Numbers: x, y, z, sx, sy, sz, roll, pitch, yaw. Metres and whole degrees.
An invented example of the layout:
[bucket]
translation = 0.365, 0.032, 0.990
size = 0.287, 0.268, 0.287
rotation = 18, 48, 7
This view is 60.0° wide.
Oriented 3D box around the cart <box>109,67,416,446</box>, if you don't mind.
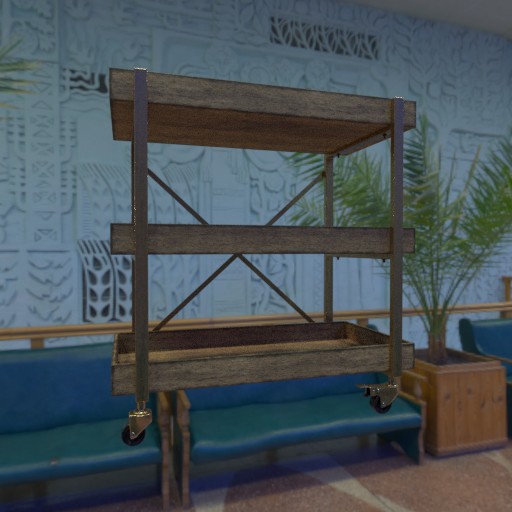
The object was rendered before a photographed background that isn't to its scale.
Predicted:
[cart]
translation = 0.000, 0.000, 1.216
size = 0.750, 0.799, 0.416
rotation = 0, 1, -17
